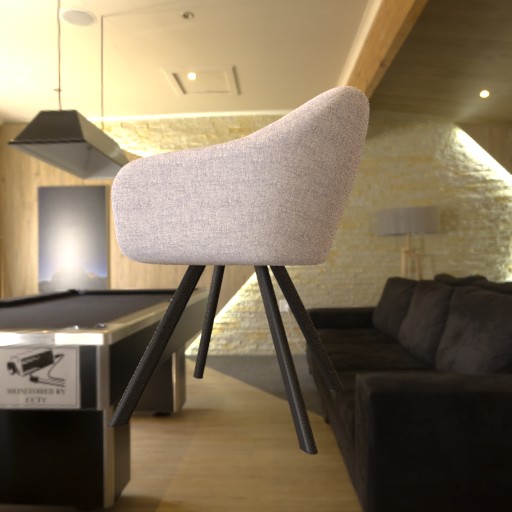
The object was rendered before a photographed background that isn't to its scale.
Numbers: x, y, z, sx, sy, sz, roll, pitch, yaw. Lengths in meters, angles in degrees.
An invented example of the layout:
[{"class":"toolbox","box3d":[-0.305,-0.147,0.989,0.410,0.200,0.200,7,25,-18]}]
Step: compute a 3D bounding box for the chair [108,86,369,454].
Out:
[{"class":"chair","box3d":[0.000,0.000,1.148,0.570,0.780,0.540,0,0,18]}]
